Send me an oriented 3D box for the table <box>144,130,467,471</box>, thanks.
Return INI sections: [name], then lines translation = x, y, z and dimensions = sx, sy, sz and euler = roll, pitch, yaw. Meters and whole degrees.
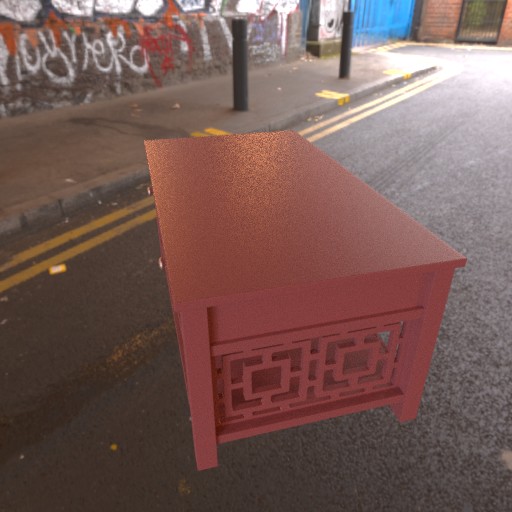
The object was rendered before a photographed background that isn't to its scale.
[table]
translation = 0.000, 0.000, 1.411
dimensions = 0.612, 0.493, 1.068
euler = -8, 31, -13
